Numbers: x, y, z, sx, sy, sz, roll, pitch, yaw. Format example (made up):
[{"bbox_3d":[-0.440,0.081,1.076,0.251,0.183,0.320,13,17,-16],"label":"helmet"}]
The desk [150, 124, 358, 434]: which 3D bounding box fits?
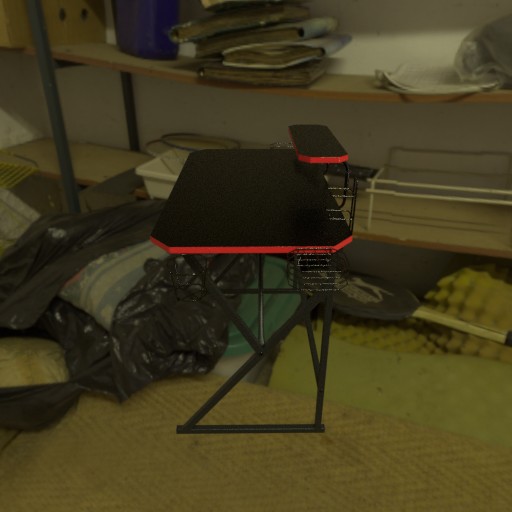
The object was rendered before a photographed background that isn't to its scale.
[{"bbox_3d":[0.000,0.000,1.740,0.588,0.913,1.280,0,27,-1],"label":"desk"}]
